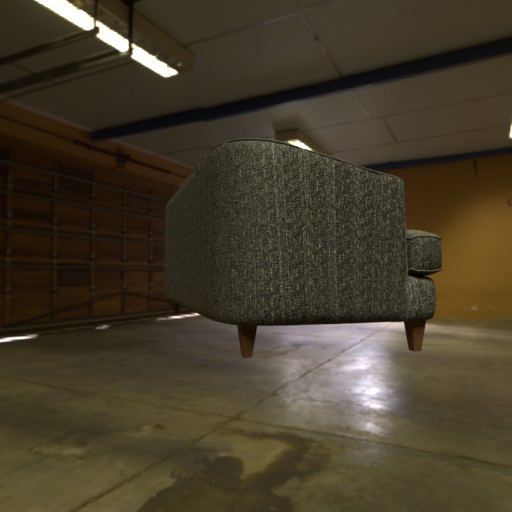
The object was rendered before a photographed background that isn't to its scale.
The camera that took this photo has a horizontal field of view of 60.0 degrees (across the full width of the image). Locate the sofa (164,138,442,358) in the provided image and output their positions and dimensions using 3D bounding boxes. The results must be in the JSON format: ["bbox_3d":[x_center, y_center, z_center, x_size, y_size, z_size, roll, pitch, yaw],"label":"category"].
[{"bbox_3d":[0.000,0.000,2.747,0.941,0.855,2.278,1,-2,-18],"label":"sofa"}]
